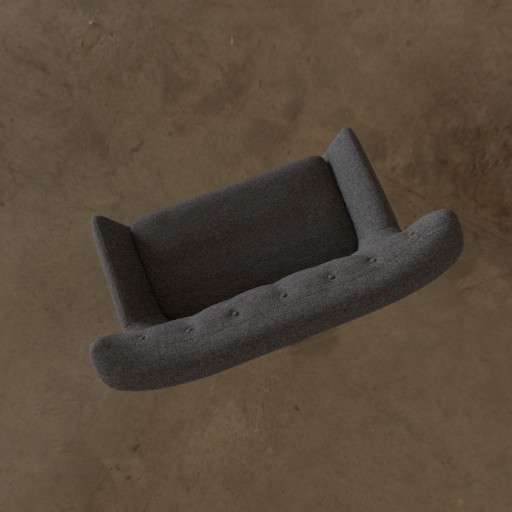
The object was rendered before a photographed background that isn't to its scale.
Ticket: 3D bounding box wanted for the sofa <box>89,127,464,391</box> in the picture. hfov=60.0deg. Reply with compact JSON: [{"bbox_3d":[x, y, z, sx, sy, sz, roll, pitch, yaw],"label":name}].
[{"bbox_3d":[0.000,0.000,2.029,1.358,1.028,0.874,-20,77,-5],"label":"sofa"}]
